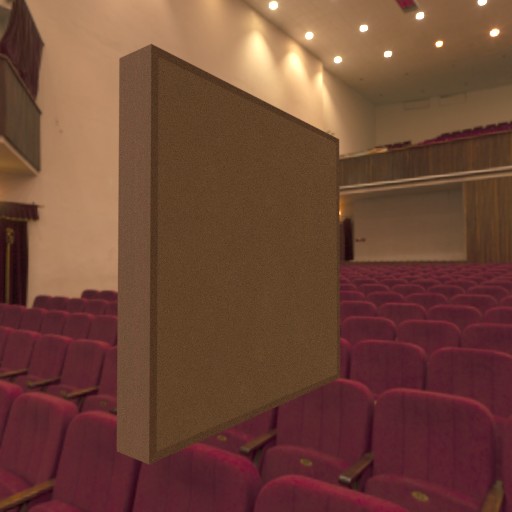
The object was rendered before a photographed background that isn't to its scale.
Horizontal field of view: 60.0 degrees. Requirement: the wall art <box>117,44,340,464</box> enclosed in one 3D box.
[{"bbox_3d":[0.000,0.000,0.452,0.038,0.303,0.304,-1,-2,37],"label":"wall art"}]
